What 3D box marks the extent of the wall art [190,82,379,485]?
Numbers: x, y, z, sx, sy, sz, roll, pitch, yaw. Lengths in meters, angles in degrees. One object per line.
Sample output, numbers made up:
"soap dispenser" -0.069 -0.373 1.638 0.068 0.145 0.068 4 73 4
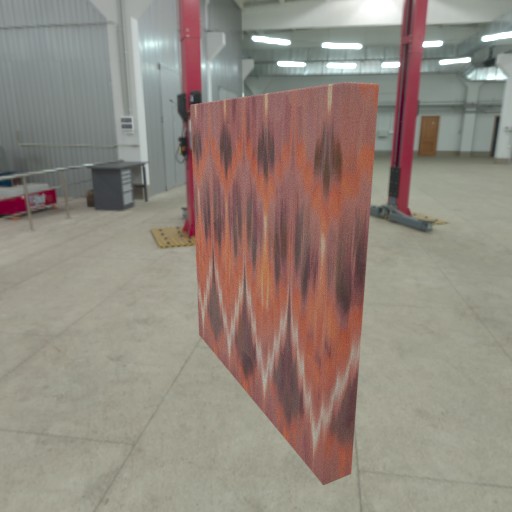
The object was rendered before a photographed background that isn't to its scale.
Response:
"wall art" 0.000 0.000 0.602 0.038 0.406 0.403 -8 18 -25
